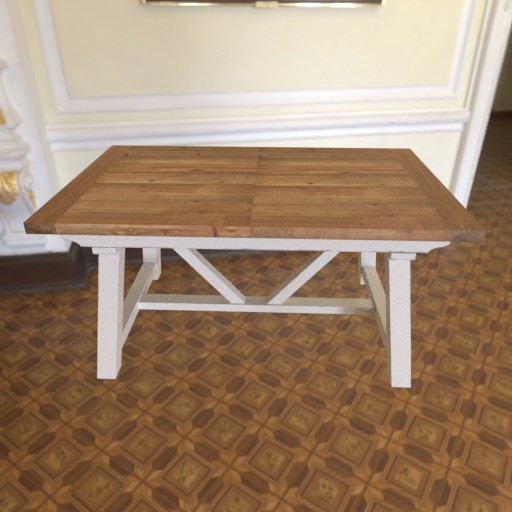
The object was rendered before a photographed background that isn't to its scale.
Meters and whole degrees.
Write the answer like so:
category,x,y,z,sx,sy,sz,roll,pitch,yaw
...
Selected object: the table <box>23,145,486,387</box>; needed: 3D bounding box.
category,x,y,z,sx,sy,sz,roll,pitch,yaw
table,0.000,0.000,2.021,1.503,0.743,0.922,1,30,2
